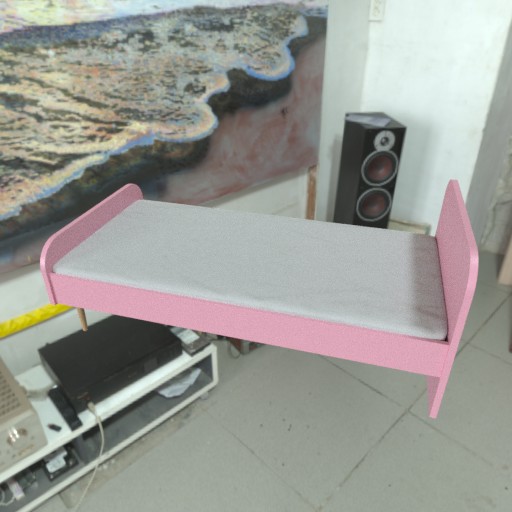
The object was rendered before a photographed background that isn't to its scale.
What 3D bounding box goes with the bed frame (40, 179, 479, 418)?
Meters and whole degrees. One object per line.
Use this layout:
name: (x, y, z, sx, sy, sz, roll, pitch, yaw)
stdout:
bed frame: (0.000, 0.000, 2.426, 1.963, 0.805, 0.998, 8, 32, 14)
